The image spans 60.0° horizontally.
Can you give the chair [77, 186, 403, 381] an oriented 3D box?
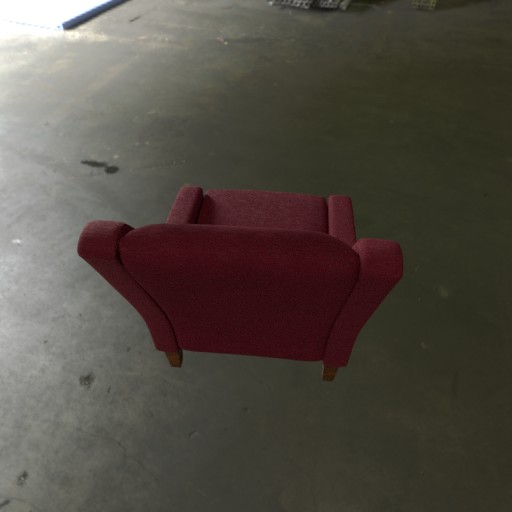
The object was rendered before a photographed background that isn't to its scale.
[{"bbox_3d":[0.000,0.000,1.720,0.793,1.017,0.985,4,46,4],"label":"chair"}]
